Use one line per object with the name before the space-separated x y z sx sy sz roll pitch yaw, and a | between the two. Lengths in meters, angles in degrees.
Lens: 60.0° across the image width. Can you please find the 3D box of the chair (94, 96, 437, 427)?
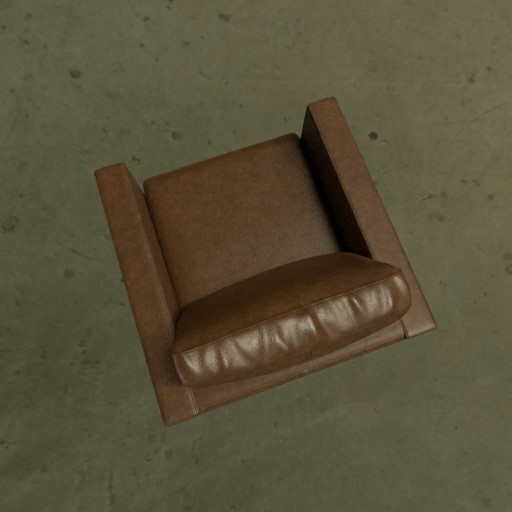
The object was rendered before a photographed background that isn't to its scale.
chair | 0.000 0.000 1.645 0.890 0.956 0.909 -19 77 -5
